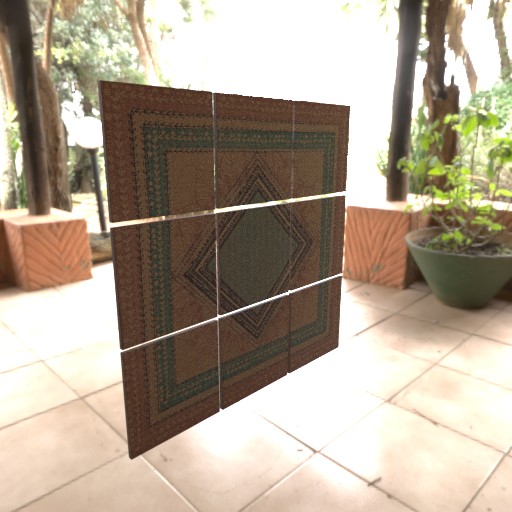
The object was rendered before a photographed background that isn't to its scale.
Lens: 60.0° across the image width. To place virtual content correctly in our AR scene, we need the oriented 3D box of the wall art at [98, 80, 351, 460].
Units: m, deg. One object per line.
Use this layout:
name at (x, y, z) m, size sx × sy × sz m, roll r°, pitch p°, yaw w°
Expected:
wall art at (0.000, 0.000, 1.342) m, size 0.915 × 0.914 × 0.013 m, roll -14°, pitch 20°, yaw -43°
